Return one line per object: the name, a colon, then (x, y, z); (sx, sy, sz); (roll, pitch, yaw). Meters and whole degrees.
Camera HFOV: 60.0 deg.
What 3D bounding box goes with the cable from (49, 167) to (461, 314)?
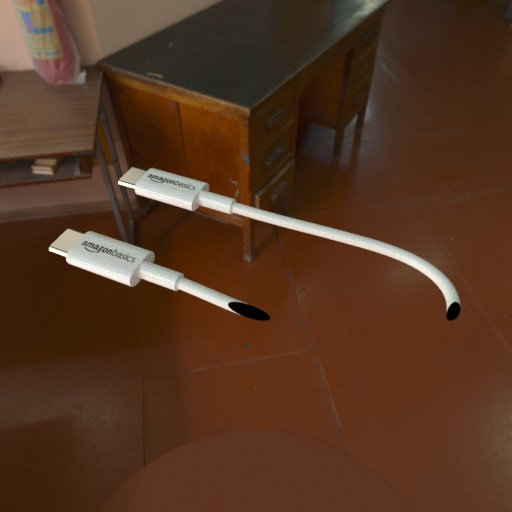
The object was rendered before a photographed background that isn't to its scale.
cable: (0.000, 0.000, 0.112); (0.098, 0.005, 0.041); (18, 49, 16)
